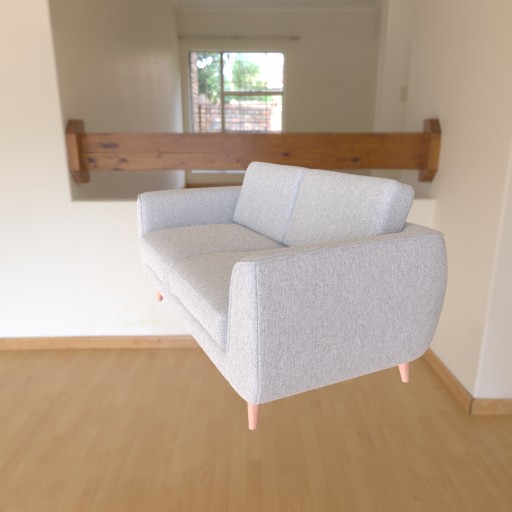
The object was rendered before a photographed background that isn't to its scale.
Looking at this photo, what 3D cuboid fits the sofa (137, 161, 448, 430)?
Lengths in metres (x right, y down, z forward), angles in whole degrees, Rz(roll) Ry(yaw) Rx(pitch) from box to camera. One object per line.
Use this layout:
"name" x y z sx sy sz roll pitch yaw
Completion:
"sofa" 0.000 0.000 2.230 0.920 0.850 1.700 -7 17 -25
